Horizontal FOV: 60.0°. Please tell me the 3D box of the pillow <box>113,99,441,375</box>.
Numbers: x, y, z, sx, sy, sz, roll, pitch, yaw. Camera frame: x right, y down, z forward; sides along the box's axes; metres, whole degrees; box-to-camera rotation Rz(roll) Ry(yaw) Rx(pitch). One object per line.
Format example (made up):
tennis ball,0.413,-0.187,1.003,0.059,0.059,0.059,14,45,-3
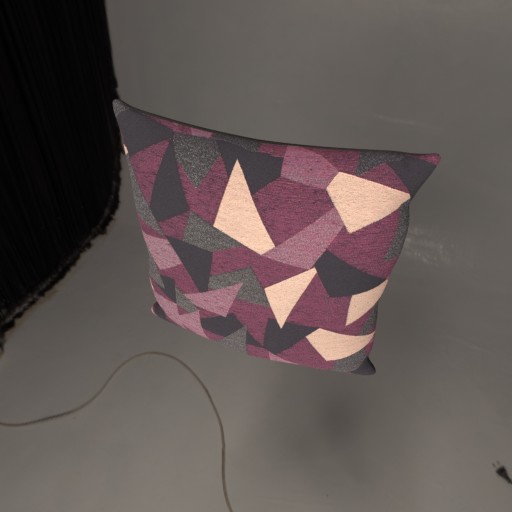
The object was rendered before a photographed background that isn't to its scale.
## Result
pillow,0.000,0.000,0.785,0.503,0.496,0.208,13,43,14
